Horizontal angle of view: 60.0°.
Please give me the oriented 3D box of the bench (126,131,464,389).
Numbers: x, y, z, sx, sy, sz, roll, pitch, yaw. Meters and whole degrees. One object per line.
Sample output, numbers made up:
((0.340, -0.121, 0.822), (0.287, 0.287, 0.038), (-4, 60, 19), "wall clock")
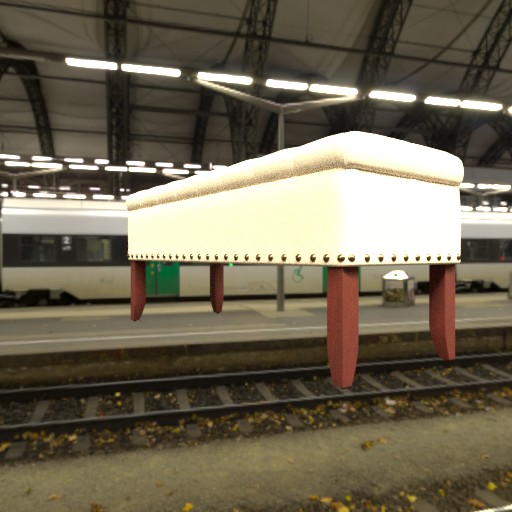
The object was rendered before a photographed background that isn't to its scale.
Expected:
((0.000, 0.000, 1.288), (0.400, 0.470, 1.054), (0, 0, -37), "bench")
